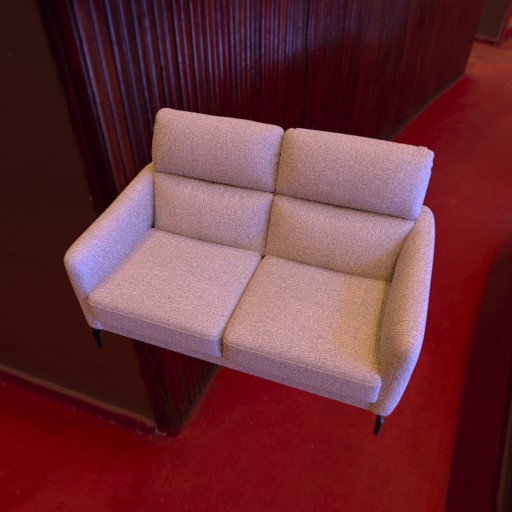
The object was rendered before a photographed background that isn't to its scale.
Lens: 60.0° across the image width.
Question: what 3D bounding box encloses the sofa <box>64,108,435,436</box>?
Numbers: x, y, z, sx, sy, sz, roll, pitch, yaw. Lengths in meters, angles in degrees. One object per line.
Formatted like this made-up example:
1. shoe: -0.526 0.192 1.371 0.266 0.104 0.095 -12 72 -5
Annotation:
1. sofa: 0.000 0.000 2.077 1.540 0.950 0.905 13 42 15
